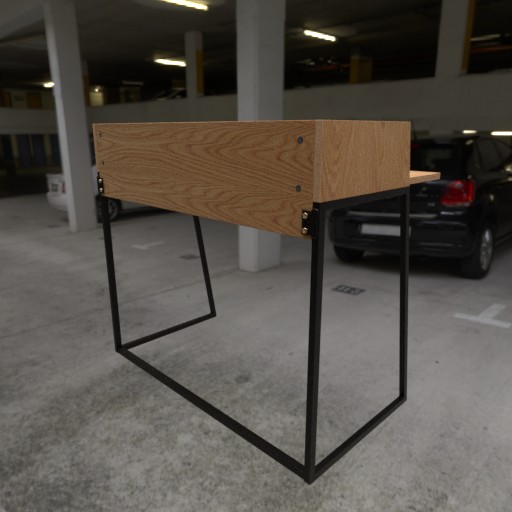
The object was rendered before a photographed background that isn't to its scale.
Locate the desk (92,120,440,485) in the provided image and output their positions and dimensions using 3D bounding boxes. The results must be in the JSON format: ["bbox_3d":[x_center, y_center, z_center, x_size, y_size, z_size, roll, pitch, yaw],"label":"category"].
[{"bbox_3d":[0.000,0.000,1.852,1.191,1.061,0.769,15,22,43],"label":"desk"}]
